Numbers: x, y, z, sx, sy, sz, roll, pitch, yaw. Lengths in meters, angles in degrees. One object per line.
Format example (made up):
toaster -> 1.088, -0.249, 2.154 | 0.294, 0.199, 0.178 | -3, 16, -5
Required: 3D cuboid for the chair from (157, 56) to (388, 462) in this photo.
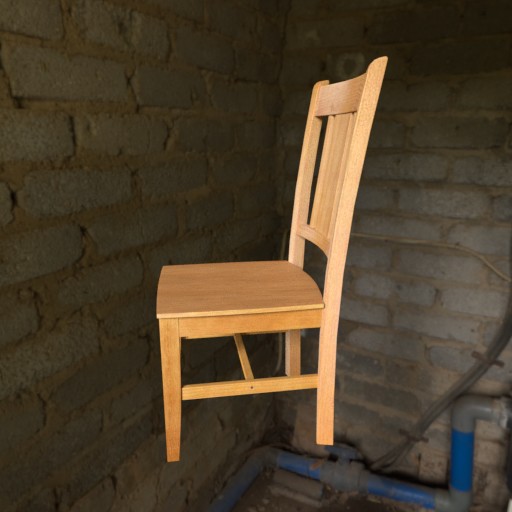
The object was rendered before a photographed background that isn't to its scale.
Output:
chair -> 0.000, 0.000, 1.269 | 0.556, 0.998, 0.450 | -2, 15, -9
